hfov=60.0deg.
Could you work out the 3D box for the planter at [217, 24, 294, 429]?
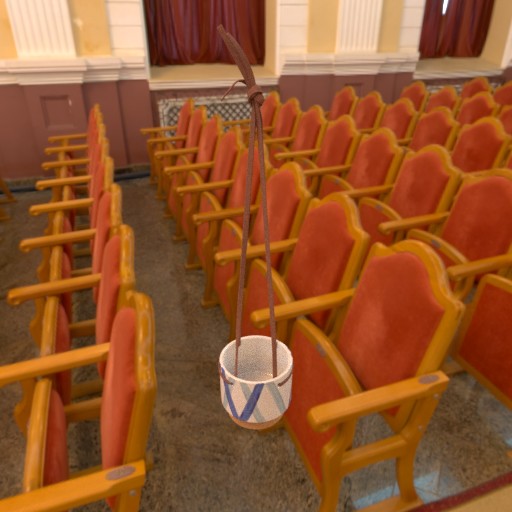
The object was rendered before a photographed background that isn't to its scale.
[{"bbox_3d":[0.000,0.000,0.814,0.157,0.753,0.153,-9,28,-17],"label":"planter"}]
